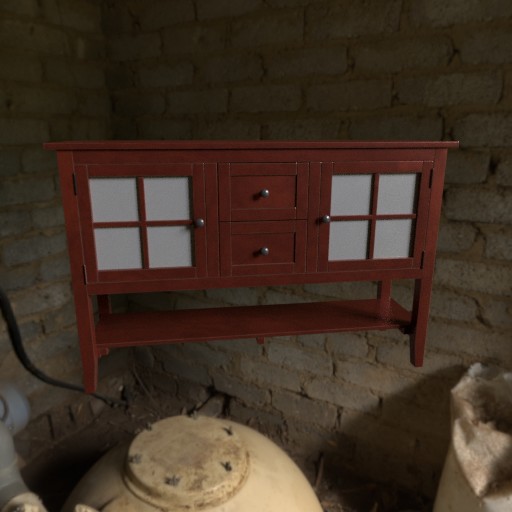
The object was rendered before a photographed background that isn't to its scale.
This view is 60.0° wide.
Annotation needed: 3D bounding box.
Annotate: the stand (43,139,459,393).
[{"bbox_3d":[0.000,0.000,1.738,1.362,0.872,0.410,-2,16,-8],"label":"stand"}]
